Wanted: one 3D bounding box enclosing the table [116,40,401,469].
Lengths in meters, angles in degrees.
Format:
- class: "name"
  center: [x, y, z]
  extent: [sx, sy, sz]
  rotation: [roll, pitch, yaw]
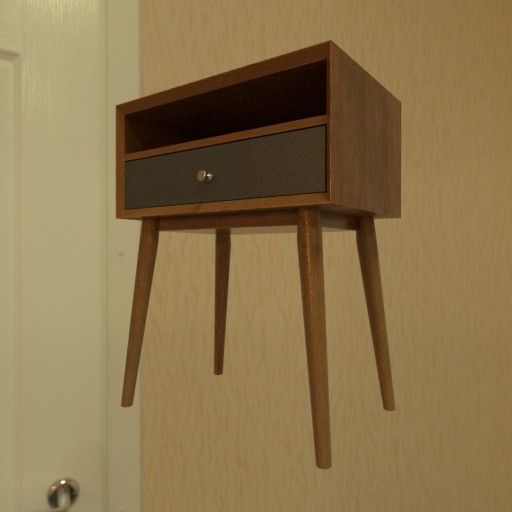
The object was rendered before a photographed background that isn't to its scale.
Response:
- class: "table"
  center: [0.000, 0.000, 0.844]
  extent: [0.454, 0.580, 0.307]
  rotation: [0, 0, 35]
